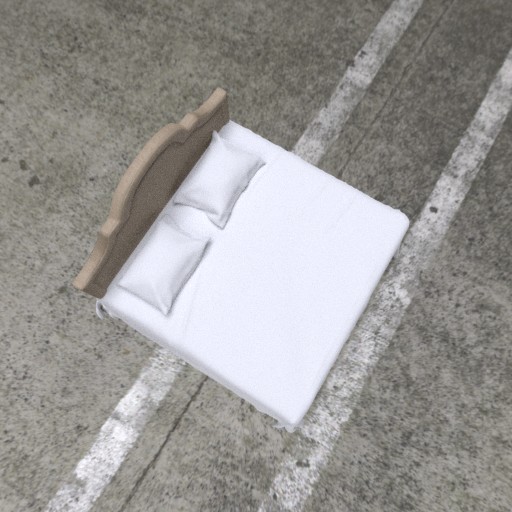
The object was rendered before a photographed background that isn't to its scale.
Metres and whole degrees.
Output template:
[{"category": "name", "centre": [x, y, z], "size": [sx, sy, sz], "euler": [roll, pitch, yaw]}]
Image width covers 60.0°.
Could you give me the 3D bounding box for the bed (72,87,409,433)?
[{"category": "bed", "centre": [0.000, 0.000, 3.721], "size": [2.222, 1.631, 2.303], "euler": [31, 77, 8]}]
